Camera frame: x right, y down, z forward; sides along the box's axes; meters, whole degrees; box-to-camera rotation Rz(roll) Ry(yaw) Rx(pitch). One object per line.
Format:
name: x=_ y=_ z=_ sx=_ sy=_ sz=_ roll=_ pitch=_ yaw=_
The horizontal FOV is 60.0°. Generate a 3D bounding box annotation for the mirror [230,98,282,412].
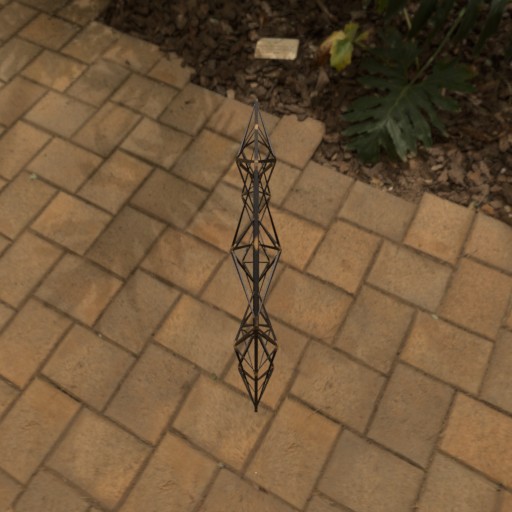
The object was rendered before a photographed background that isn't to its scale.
mirror: x=0.000 y=0.000 z=1.061 sx=0.094 sy=0.710 sz=0.710 roll=0 pitch=64 yaw=0
